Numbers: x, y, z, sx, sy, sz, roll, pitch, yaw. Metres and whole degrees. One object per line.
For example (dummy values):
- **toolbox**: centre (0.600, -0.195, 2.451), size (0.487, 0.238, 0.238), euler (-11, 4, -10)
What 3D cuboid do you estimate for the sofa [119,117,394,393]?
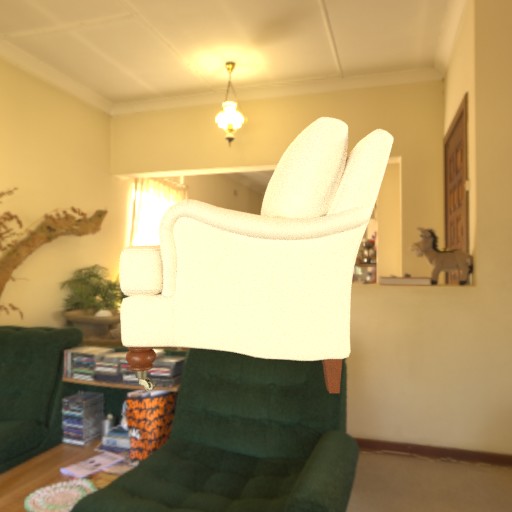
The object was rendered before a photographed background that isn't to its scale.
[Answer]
- **sofa**: centre (0.000, 0.000, 2.587), size (1.084, 1.101, 1.853), euler (0, -1, 0)
